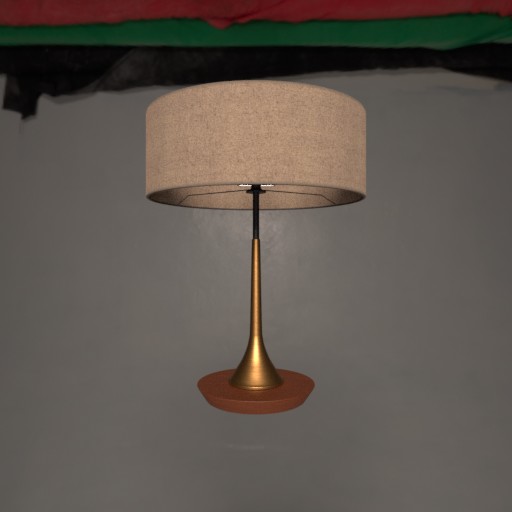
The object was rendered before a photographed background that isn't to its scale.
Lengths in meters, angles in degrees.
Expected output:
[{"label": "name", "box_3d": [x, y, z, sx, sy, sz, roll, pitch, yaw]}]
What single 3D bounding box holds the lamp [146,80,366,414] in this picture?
[{"label": "lamp", "box_3d": [0.000, 0.000, 0.865, 0.417, 0.551, 0.396, 0, 0, 0]}]
